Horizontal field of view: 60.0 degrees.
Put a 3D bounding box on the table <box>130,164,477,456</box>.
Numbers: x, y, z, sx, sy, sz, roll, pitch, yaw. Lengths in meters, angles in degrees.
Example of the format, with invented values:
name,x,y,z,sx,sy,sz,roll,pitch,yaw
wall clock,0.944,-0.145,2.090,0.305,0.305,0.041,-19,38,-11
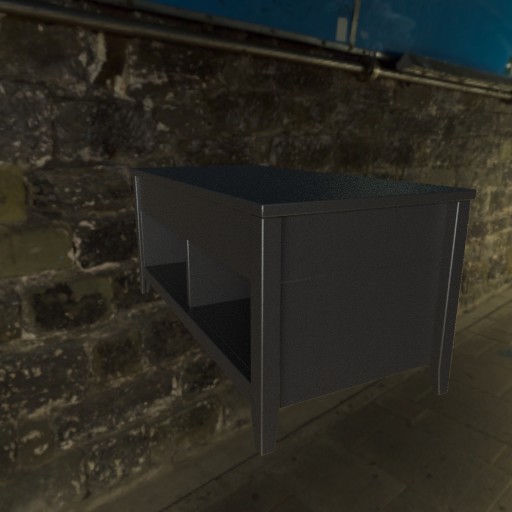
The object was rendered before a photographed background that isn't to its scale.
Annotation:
name,x,y,z,sx,sy,sz,roll,pitch,yaw
table,0.000,0.000,1.279,0.483,0.457,1.016,-7,16,-25
